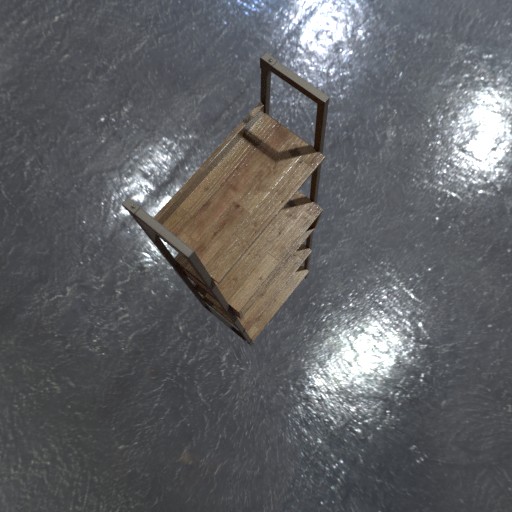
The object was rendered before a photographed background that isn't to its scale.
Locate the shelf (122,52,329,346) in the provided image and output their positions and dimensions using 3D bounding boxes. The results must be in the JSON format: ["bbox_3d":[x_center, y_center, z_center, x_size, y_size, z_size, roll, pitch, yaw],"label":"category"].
[{"bbox_3d":[0.000,0.000,2.249,0.454,2.005,0.652,38,78,9],"label":"shelf"}]
